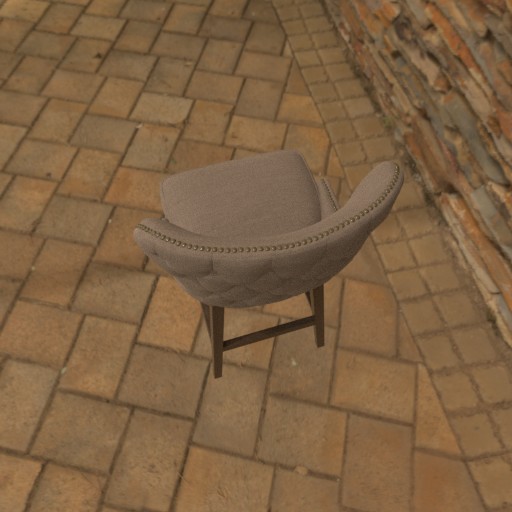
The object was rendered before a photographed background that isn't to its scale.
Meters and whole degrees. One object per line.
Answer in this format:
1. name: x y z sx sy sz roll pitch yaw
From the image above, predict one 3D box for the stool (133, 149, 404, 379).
1. stool: 0.000 0.000 1.401 0.615 0.972 0.597 -15 60 -9
